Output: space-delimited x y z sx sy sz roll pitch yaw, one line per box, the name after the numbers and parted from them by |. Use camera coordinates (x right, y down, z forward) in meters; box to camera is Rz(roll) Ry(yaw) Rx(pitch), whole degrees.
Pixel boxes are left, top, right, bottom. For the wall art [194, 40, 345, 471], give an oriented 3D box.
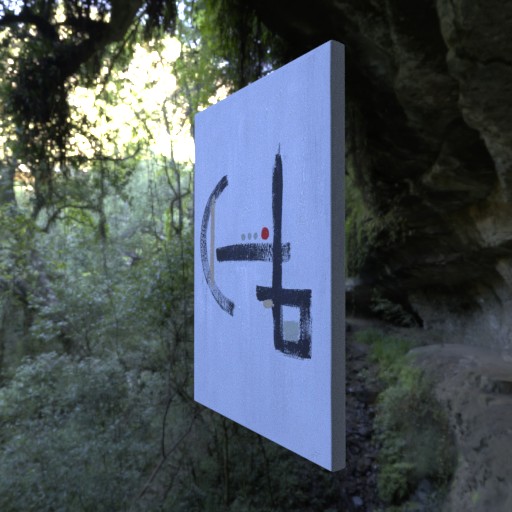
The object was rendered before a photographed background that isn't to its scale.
0.000 0.000 1.189 0.048 0.916 0.602 1 -1 -37 | wall art
